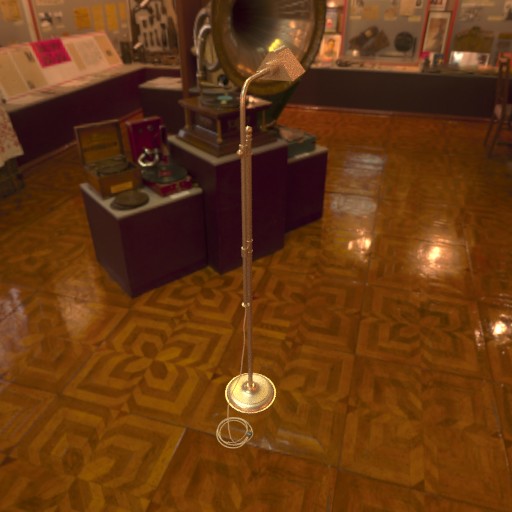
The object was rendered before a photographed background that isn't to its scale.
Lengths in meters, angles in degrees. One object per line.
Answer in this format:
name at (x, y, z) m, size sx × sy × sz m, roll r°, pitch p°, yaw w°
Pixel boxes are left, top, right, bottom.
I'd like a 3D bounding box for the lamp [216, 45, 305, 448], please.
lamp at (0.000, 0.000, 1.914) m, size 0.256 × 1.571 × 0.813 m, roll 10°, pitch 34°, yaw 16°
